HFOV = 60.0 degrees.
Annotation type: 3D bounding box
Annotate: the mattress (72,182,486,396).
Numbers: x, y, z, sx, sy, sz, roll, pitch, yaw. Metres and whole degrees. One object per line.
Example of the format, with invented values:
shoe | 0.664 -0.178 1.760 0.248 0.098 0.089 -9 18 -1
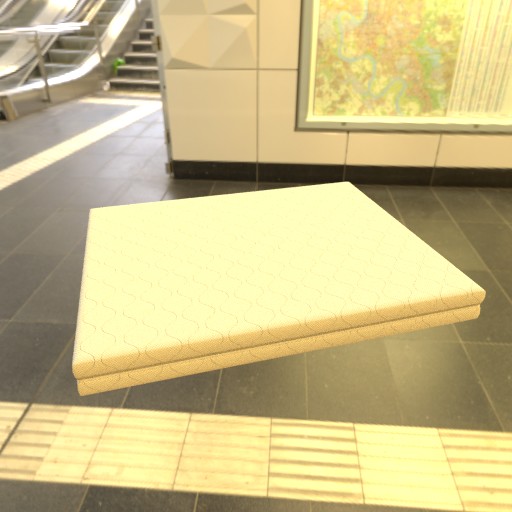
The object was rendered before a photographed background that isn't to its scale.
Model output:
mattress | 0.000 0.000 2.732 2.000 0.200 1.600 -8 31 -13
